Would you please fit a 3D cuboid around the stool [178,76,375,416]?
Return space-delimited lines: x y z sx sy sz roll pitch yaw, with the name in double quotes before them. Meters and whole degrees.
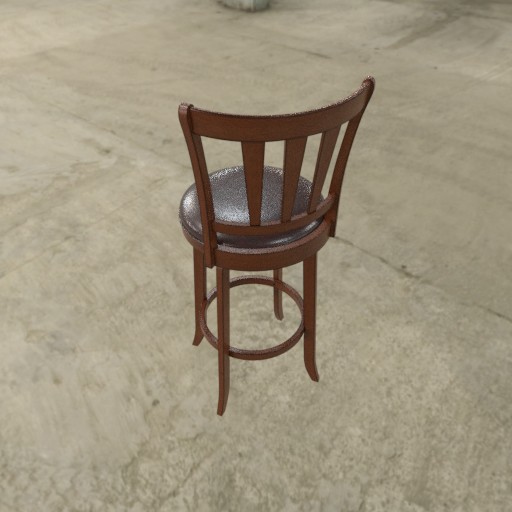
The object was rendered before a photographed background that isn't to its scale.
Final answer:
"stool" 0.000 0.000 1.439 0.464 1.177 0.503 -14 42 -16
